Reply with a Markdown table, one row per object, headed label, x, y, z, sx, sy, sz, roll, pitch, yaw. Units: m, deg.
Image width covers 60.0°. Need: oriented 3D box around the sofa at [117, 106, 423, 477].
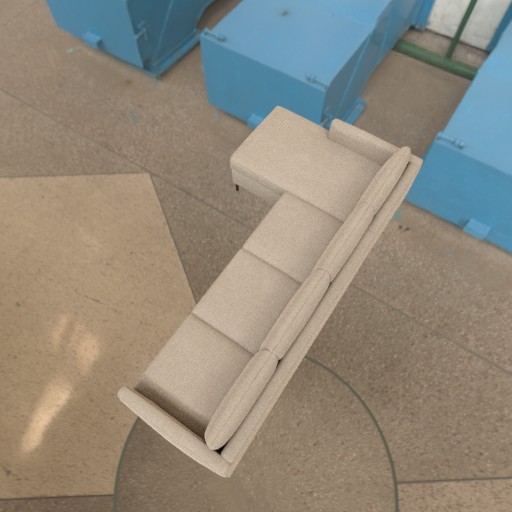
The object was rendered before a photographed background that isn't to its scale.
| label | x | y | z | sx | sy | sz | roll | pitch | yaw |
| --- | --- | --- | --- | --- | --- | --- | --- | --- | --- |
| sofa | 0.000 | 0.000 | 3.549 | 1.469 | 0.816 | 2.923 | 31 | 67 | 15 |
